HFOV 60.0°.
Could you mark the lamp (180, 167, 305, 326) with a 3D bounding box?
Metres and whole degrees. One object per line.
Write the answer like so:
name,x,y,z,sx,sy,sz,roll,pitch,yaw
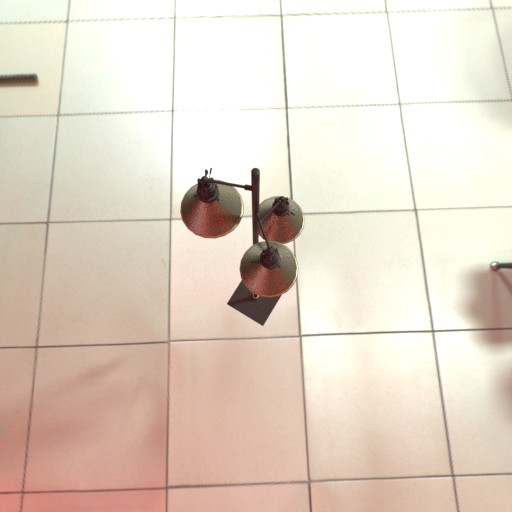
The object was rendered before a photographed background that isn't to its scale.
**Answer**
lamp,0.000,0.000,1.900,0.428,1.716,0.415,30,77,8
